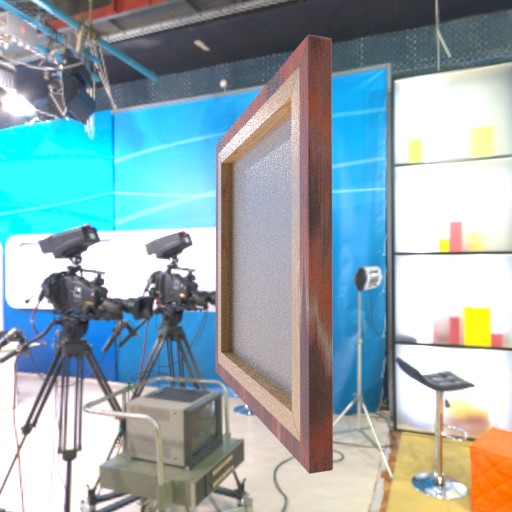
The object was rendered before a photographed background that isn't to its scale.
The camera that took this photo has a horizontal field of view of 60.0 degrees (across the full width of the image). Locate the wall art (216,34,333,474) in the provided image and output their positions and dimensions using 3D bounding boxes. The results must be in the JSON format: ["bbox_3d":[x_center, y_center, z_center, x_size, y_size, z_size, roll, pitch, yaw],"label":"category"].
[{"bbox_3d":[0.000,0.000,0.905,0.037,0.609,0.603,0,-1,-17],"label":"wall art"}]
